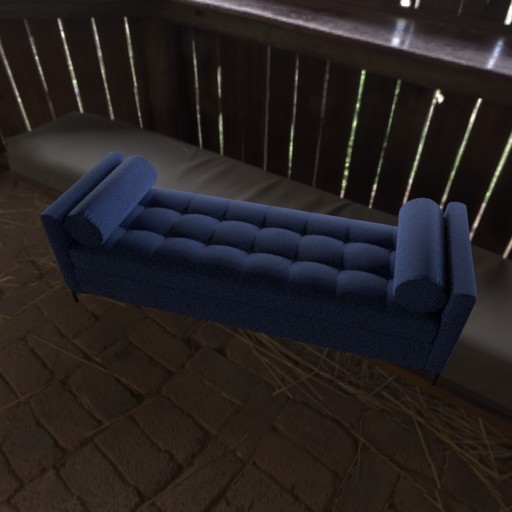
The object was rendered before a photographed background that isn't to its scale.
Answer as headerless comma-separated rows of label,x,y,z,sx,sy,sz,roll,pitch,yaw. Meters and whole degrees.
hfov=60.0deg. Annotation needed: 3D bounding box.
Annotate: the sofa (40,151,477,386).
sofa,0.000,0.000,2.356,1.981,0.635,0.686,11,42,12
